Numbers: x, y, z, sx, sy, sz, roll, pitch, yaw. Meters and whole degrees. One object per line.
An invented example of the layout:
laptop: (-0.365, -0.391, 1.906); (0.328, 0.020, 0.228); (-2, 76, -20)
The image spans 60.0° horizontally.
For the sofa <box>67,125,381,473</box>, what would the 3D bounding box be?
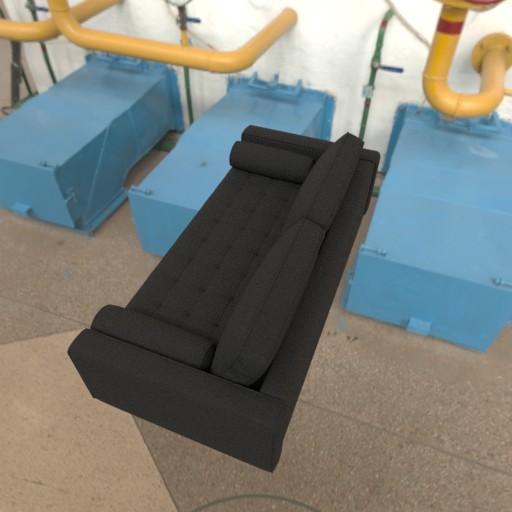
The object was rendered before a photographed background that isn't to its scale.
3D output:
sofa: (0.000, 0.000, 2.366); (0.914, 0.759, 1.875); (16, 48, 15)
